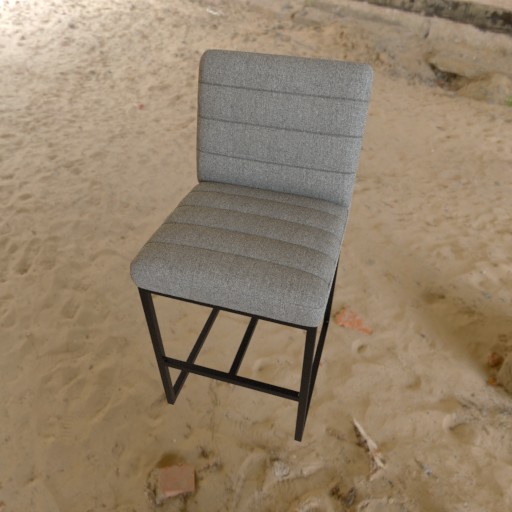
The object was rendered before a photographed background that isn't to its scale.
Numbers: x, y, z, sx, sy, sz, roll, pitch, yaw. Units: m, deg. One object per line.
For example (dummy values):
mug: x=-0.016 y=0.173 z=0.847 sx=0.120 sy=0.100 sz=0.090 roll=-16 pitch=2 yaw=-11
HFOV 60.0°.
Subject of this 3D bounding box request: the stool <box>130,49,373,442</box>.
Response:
stool: x=0.000 y=0.000 z=1.249 sx=0.460 sy=0.940 sz=0.560 roll=11 pitch=42 yaw=13
